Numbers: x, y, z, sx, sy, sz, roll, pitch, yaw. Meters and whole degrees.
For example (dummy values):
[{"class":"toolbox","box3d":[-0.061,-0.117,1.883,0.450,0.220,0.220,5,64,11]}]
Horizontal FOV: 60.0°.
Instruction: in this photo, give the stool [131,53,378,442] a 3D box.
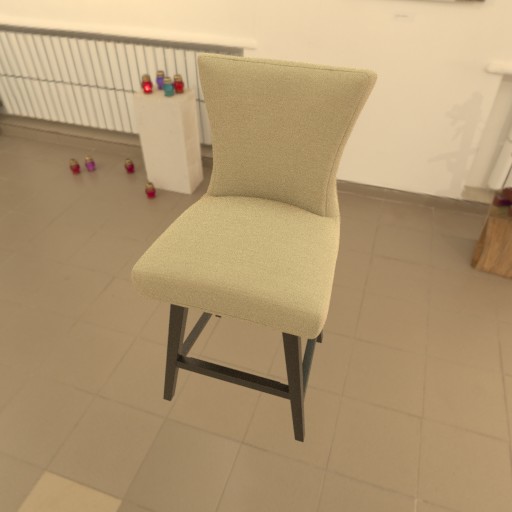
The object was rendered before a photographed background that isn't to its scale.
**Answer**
[{"class":"stool","box3d":[0.000,0.000,1.345,0.514,1.000,0.574,12,42,14]}]
